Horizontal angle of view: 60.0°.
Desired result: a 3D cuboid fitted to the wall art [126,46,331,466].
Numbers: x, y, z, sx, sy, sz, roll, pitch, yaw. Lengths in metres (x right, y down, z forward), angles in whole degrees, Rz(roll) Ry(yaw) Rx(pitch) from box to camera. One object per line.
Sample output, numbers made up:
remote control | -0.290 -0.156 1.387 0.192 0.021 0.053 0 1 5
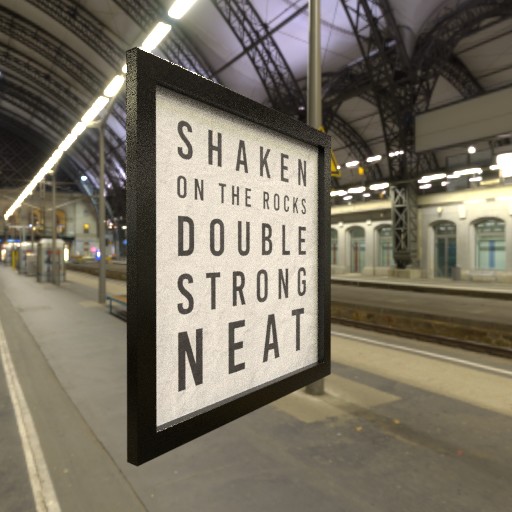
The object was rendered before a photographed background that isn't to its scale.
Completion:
wall art | 0.000 0.000 0.512 0.014 0.349 0.349 0 1 37
